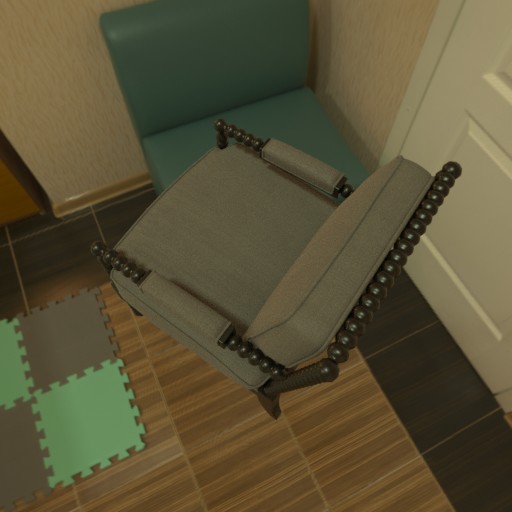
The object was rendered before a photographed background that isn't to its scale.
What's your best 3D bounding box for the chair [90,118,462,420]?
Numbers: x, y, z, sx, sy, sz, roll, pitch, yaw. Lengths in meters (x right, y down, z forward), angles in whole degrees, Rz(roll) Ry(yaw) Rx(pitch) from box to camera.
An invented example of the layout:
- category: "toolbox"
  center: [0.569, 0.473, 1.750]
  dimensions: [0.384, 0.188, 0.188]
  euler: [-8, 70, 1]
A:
- category: "chair"
  center: [0.000, 0.000, 1.106]
  dimensions: [0.622, 0.661, 0.540]
  euler: [32, 67, 15]
